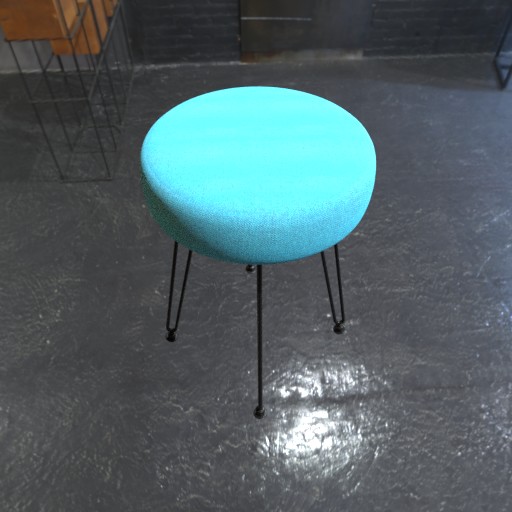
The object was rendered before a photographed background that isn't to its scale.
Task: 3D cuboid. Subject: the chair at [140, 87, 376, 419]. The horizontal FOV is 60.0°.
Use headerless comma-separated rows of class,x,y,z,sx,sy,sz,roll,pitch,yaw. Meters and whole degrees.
chair,0.000,0.000,0.706,0.350,0.440,0.350,-2,47,-2
